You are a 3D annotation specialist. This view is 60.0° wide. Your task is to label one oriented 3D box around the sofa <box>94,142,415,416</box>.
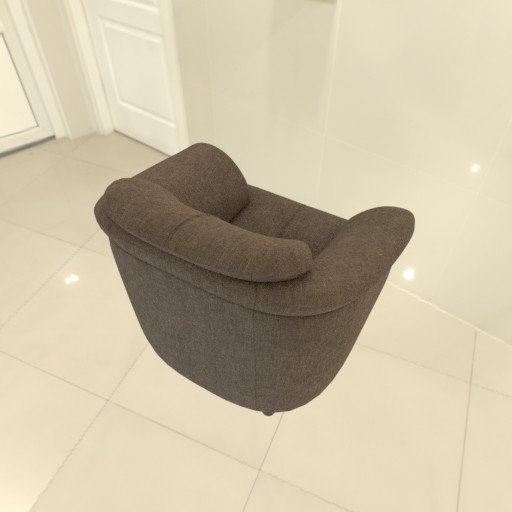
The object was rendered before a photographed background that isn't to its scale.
[{"bbox_3d":[0.000,0.000,1.484,0.870,0.811,0.794,23,50,21],"label":"sofa"}]
